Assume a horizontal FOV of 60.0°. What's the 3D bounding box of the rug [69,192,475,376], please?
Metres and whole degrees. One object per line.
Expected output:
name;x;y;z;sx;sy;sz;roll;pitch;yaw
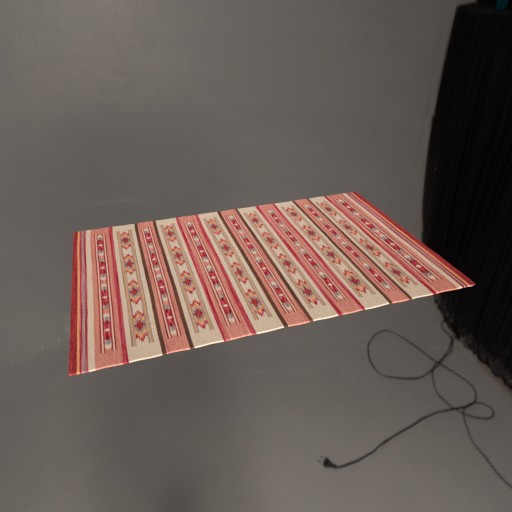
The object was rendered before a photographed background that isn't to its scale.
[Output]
rug;0.000;0.000;3.100;2.431;0.010;1.535;-10;33;-16
